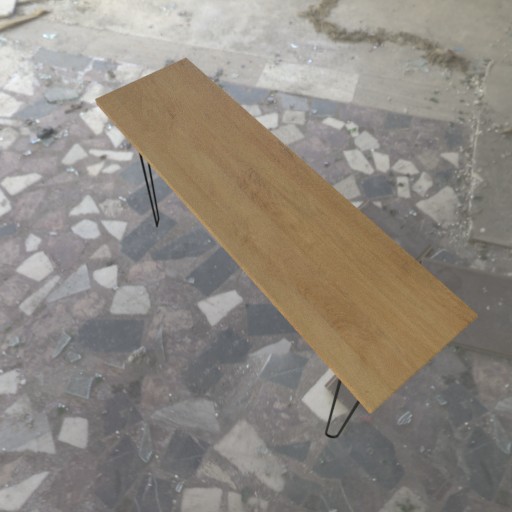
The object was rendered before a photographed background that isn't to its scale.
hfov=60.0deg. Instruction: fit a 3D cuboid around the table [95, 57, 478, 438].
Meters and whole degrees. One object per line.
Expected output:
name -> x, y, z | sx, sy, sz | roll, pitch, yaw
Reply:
table -> 0.000, 0.000, 1.734 | 0.399, 0.799, 1.400 | -34, 64, -19
